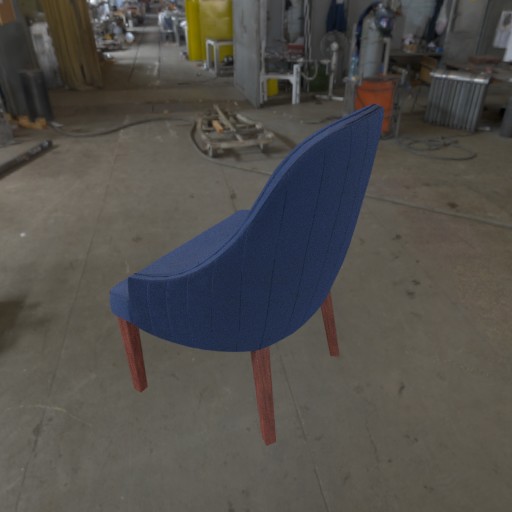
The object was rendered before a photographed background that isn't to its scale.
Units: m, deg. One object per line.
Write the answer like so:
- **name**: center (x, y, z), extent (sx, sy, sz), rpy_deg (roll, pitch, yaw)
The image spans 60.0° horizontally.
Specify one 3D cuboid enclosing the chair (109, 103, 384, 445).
- **chair**: center (0.000, 0.000, 1.277), extent (0.575, 0.889, 0.643), rpy_deg (20, 37, 29)
